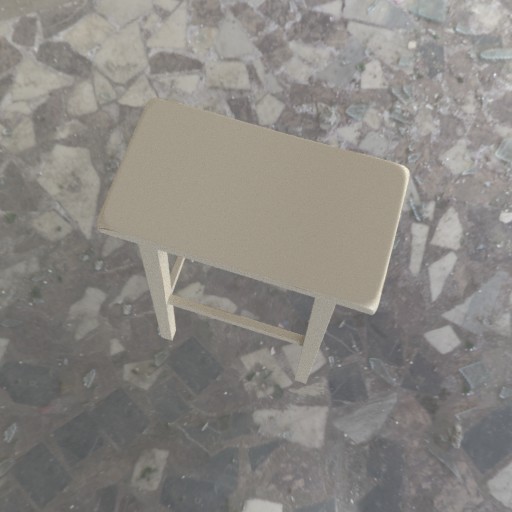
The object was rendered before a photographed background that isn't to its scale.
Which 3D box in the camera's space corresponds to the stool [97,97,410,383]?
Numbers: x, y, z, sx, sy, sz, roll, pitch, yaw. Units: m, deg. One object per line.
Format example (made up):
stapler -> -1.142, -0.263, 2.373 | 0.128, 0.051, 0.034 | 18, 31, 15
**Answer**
stool -> 0.000, 0.000, 1.043 | 0.457, 0.737, 0.476 | 17, 76, 4
